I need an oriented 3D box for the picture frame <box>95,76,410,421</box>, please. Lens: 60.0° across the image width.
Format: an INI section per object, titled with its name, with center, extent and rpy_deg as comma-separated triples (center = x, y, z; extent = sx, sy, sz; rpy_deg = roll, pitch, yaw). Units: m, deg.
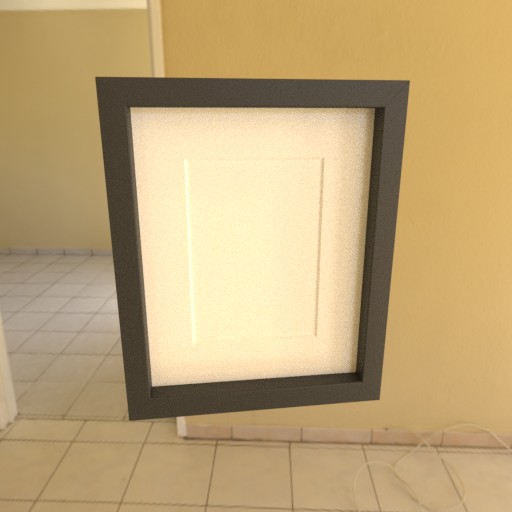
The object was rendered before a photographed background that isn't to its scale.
[picture frame]
center = 0.000, 0.000, 0.385
extent = 0.232, 0.284, 0.042
rpy_deg = -2, 17, -7
